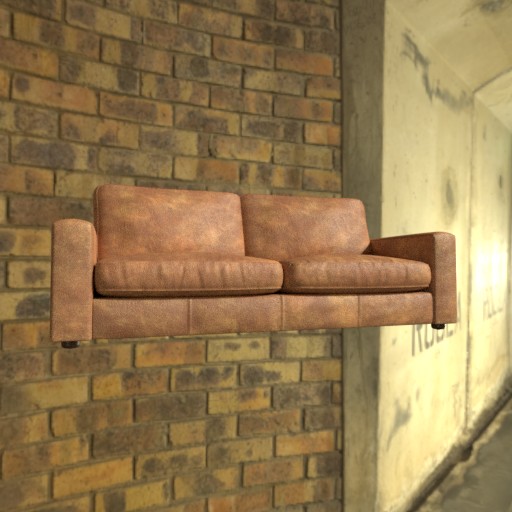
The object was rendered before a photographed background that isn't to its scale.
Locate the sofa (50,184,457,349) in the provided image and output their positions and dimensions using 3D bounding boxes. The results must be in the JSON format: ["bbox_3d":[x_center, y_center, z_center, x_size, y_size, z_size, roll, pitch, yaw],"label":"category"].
[{"bbox_3d":[0.000,0.000,2.692,2.179,0.873,1.016,1,-2,-19],"label":"sofa"}]
